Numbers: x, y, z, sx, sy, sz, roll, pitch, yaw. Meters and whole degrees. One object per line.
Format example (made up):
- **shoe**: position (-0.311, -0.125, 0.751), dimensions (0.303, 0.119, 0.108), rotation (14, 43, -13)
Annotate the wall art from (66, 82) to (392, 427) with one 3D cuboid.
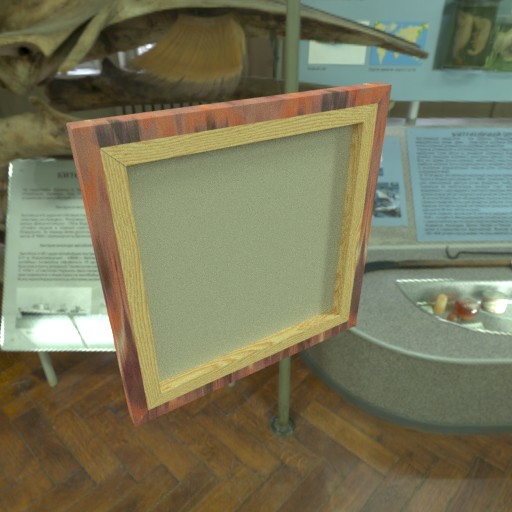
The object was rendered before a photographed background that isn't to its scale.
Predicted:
- **wall art**: position (0.000, 0.000, 0.899), dimensions (0.603, 0.609, 0.037), rotation (-18, 35, -27)
